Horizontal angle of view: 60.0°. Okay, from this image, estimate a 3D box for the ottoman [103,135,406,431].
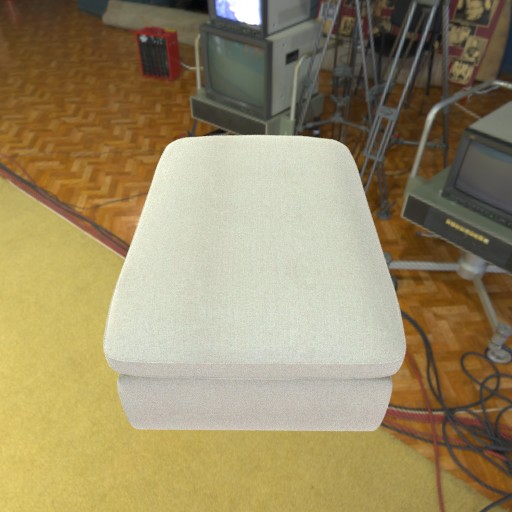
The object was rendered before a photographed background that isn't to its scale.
[{"bbox_3d":[0.000,0.000,1.388,0.686,0.453,0.984,0,42,0],"label":"ottoman"}]
